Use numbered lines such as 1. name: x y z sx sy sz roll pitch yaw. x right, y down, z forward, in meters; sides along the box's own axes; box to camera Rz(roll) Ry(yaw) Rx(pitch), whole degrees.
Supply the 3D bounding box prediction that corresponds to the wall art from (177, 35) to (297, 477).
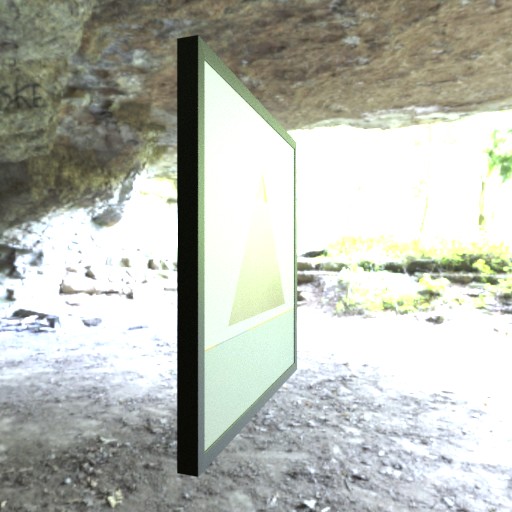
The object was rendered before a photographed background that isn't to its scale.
1. wall art: 0.000 0.000 0.760 0.028 0.511 0.513 0 0 18
